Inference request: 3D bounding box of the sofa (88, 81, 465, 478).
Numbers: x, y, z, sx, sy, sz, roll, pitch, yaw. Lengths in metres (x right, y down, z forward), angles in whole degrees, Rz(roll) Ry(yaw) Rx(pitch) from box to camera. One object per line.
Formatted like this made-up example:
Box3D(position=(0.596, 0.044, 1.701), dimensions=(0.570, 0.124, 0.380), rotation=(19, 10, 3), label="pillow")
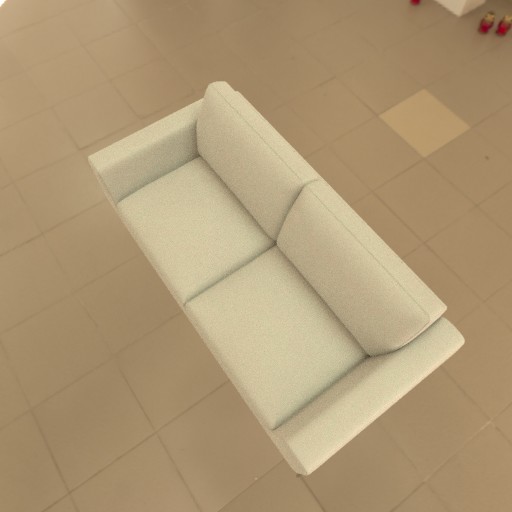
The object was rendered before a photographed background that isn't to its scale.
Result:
Box3D(position=(0.000, 0.000, 2.424), dimensions=(0.953, 0.875, 2.017), rotation=(-33, 68, -15), label="sofa")
